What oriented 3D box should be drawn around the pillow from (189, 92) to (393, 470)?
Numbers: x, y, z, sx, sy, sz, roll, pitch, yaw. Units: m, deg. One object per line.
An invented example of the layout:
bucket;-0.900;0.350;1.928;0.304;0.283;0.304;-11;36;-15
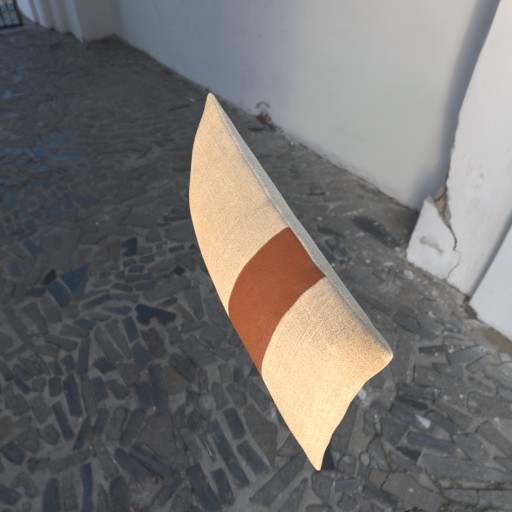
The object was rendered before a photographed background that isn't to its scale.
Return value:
pillow;0.000;0.000;0.728;0.155;0.282;0.612;-15;47;-15
